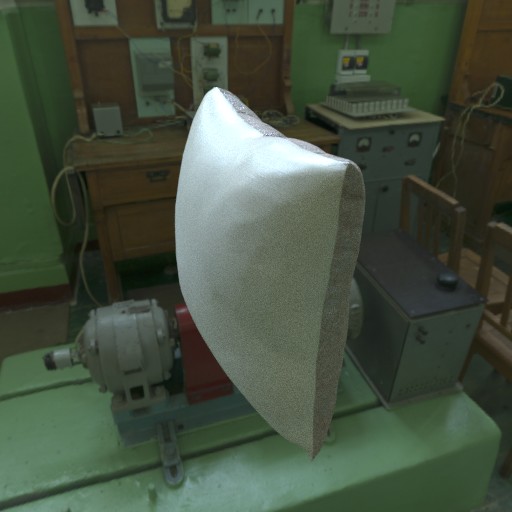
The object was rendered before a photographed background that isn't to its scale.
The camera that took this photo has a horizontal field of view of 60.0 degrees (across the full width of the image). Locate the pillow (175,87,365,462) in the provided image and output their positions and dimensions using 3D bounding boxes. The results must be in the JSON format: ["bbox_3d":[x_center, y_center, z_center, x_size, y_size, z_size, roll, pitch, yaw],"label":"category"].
[{"bbox_3d":[0.000,0.000,0.712,0.245,0.448,0.450,-10,32,-17],"label":"pillow"}]
